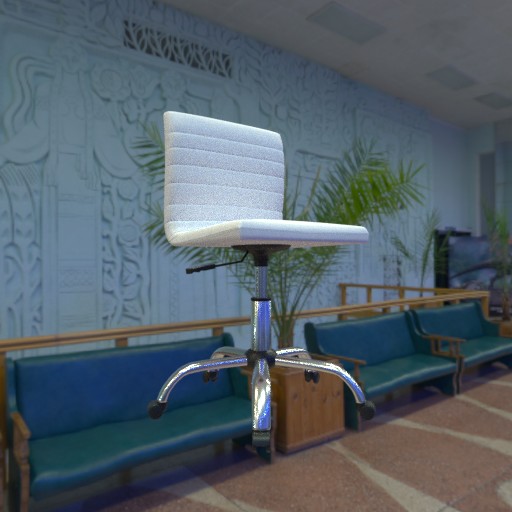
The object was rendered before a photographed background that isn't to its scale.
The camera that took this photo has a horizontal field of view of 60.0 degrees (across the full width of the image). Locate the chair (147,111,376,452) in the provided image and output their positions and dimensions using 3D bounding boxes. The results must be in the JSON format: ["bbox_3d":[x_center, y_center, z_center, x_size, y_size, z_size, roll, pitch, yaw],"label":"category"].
[{"bbox_3d":[0.000,0.000,1.170,0.556,0.780,0.530,0,0,-35],"label":"chair"}]
